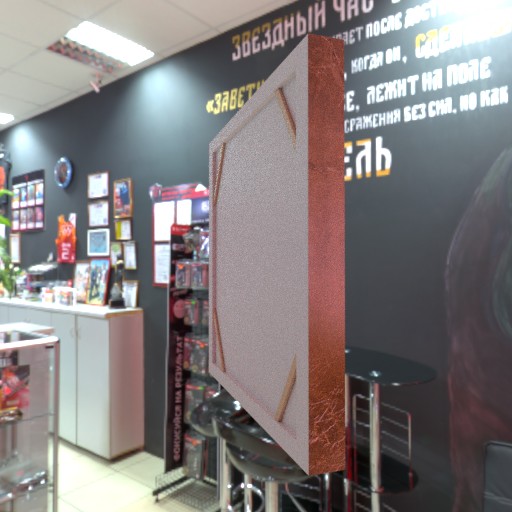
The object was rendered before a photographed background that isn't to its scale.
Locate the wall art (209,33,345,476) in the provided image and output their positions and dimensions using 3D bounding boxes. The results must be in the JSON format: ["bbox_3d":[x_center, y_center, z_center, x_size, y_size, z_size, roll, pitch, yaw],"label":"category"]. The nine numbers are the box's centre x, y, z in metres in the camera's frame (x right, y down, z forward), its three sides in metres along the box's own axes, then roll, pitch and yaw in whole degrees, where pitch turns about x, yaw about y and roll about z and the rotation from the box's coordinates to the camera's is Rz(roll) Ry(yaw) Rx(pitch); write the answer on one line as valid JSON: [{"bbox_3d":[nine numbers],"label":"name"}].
[{"bbox_3d":[0.000,0.000,0.605,0.038,0.407,0.405,0,-1,-19],"label":"wall art"}]
